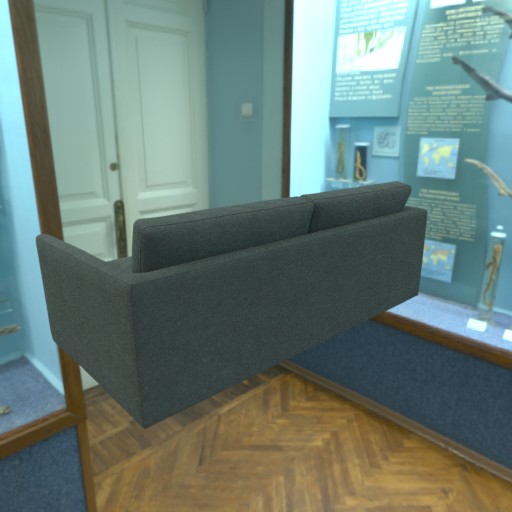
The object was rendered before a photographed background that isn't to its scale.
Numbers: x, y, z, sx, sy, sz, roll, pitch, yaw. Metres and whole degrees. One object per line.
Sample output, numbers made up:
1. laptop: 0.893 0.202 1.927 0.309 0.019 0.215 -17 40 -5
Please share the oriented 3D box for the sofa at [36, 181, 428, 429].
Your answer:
1. sofa: 0.000 0.000 2.774 2.257 0.838 1.092 -14 22 -40
